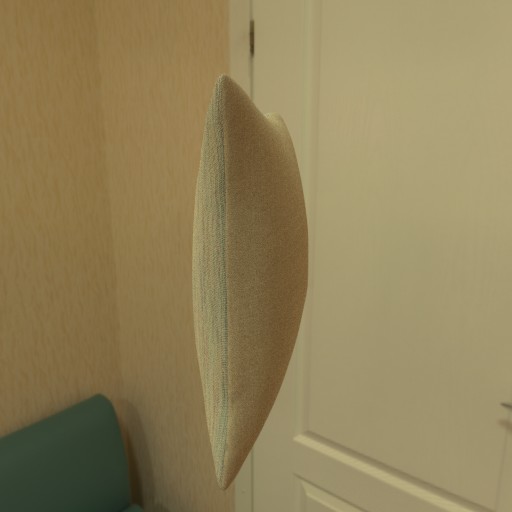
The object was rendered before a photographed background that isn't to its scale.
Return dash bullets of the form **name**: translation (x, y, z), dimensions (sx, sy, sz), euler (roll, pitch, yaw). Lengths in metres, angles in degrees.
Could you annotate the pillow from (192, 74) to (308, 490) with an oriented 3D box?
- **pillow**: translation (0.000, 0.000, 0.755), dimensions (0.178, 0.506, 0.512), euler (2, 14, 9)
